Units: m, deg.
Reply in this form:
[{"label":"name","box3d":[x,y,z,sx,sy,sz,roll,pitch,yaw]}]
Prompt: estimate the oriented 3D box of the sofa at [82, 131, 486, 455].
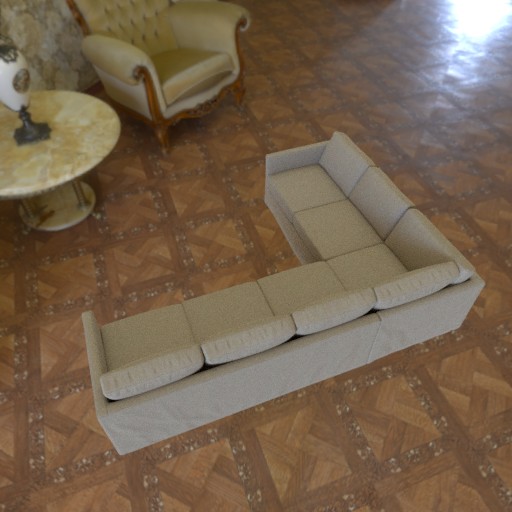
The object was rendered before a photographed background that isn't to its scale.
[{"label":"sofa","box3d":[0.000,0.000,4.225,3.182,0.871,2.432,-16,48,-14]}]
